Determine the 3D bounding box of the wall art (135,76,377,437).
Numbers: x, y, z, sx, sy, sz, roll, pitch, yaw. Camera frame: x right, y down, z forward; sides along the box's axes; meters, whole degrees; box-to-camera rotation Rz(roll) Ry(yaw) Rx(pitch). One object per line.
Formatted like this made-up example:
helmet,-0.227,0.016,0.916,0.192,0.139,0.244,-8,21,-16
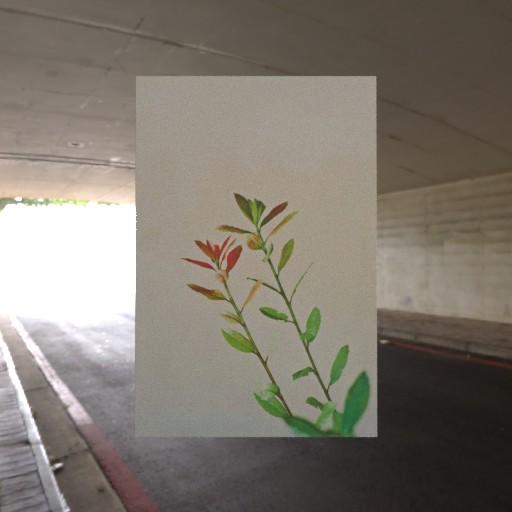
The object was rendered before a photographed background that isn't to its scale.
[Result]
wall art,0.000,0.000,0.768,0.408,0.611,0.038,0,-1,0
